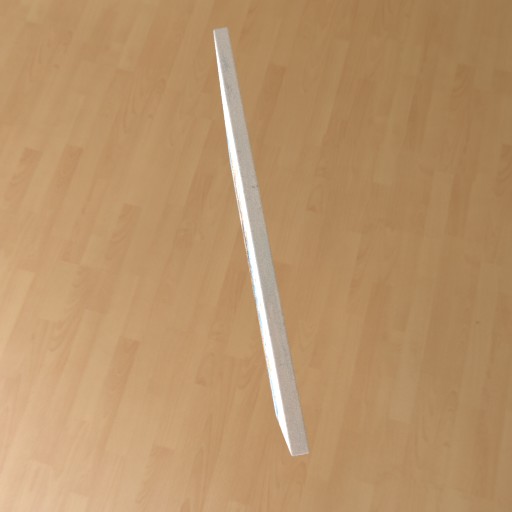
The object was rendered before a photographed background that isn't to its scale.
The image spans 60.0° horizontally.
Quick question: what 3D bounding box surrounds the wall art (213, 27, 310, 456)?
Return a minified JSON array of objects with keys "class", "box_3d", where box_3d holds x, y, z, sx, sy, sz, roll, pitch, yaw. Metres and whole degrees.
[{"class":"wall art","box_3d":[0.000,0.000,1.369,0.038,0.762,1.016,-10,77,-2]}]
